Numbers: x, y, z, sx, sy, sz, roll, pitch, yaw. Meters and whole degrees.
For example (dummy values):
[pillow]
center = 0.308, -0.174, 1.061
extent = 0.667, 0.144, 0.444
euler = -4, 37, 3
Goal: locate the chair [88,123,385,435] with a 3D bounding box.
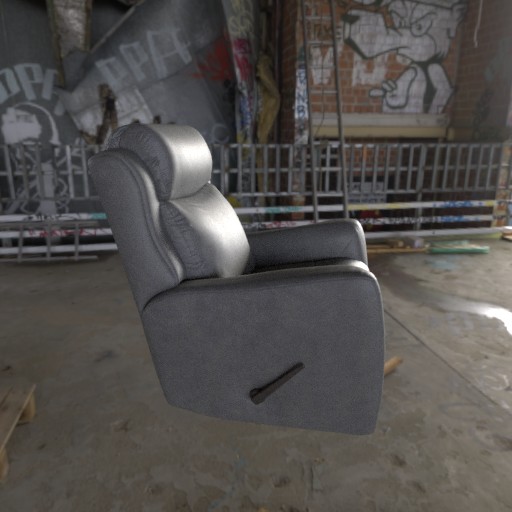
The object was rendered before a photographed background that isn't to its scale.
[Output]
[chair]
center = 0.000, 0.000, 1.950
extent = 1.068, 1.116, 0.967
euler = 3, 16, 9
